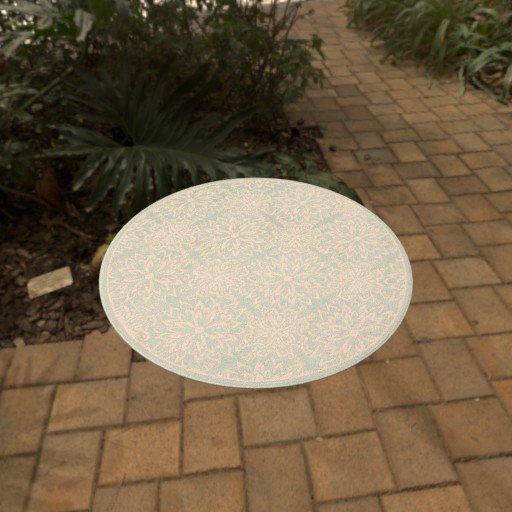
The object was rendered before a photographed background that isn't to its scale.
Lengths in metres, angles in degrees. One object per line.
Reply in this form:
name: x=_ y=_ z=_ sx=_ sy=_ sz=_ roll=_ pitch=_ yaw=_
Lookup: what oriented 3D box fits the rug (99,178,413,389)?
rug: x=0.000 y=0.000 z=2.330 sx=1.593 sy=0.012 sz=1.593 roll=0 pitch=40 yaw=0
